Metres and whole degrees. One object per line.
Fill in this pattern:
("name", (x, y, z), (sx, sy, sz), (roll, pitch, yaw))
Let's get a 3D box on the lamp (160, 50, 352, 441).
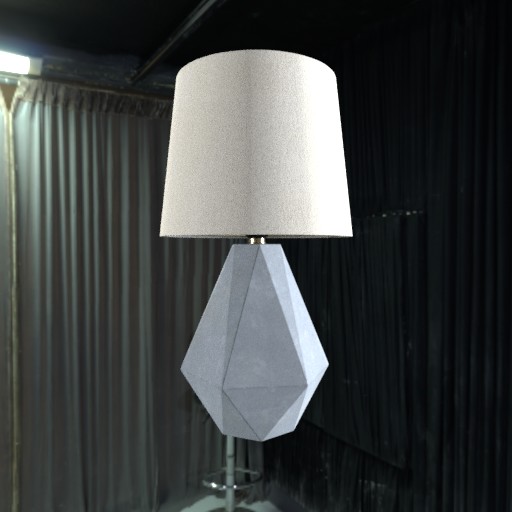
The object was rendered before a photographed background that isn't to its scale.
("lamp", (0.000, 0.000, 0.652), (0.276, 0.501, 0.276), (0, 1, 0))
